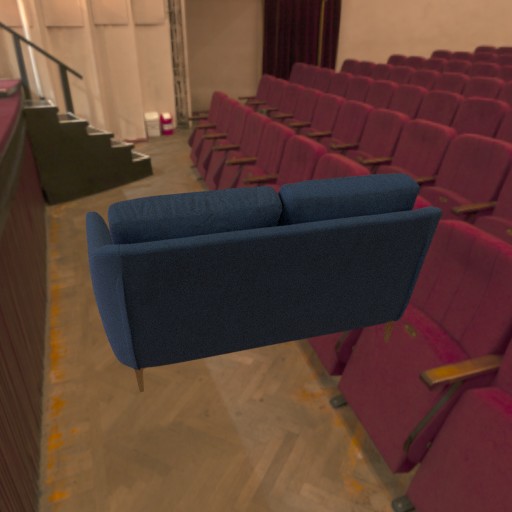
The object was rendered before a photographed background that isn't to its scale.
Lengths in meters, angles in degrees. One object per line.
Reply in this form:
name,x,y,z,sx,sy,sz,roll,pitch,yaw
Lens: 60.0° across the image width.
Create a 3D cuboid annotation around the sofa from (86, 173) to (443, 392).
sofa,0.000,0.000,2.235,1.619,0.902,0.960,-8,28,-15
